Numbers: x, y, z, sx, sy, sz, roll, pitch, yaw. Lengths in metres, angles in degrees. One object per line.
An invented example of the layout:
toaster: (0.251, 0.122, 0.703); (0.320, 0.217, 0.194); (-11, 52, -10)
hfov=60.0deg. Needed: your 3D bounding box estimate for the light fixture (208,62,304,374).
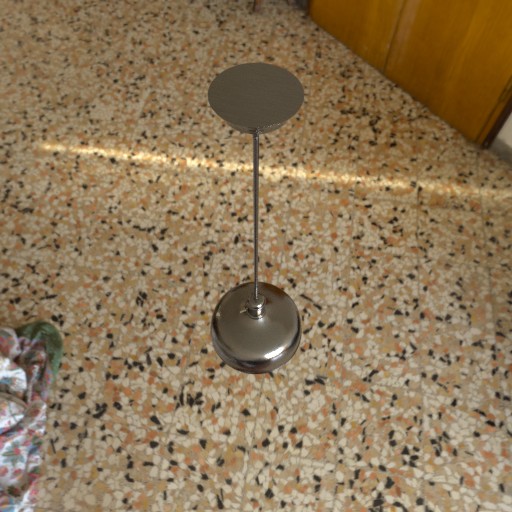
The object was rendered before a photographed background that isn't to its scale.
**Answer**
light fixture: (0.000, 0.000, 1.054); (0.299, 0.935, 0.299); (16, 61, 10)
